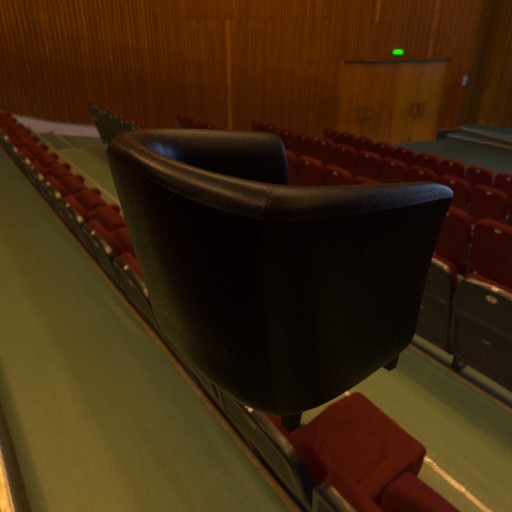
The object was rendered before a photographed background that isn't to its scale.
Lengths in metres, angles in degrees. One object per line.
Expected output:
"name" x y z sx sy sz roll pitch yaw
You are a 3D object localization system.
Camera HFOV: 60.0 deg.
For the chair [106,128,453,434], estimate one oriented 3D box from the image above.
"chair" 0.000 0.000 1.340 0.727 0.756 0.793 -19 33 -31
